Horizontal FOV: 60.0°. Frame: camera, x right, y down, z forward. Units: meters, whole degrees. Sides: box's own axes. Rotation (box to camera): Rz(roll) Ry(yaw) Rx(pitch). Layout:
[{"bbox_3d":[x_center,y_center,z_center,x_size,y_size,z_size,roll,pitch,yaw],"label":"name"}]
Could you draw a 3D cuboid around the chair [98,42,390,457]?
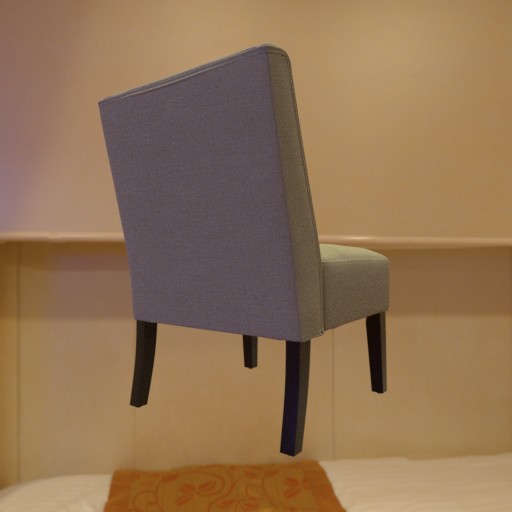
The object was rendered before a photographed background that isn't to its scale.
[{"bbox_3d":[0.000,0.000,1.275,0.569,0.853,0.676,0,0,36],"label":"chair"}]
